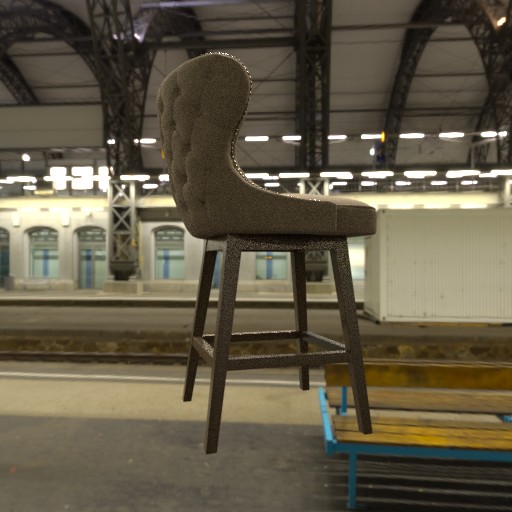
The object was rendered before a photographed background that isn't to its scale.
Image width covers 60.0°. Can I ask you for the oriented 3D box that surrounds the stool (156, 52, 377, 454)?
[{"bbox_3d":[0.000,0.000,1.353,0.597,0.972,0.615,0,-1,-17],"label":"stool"}]
